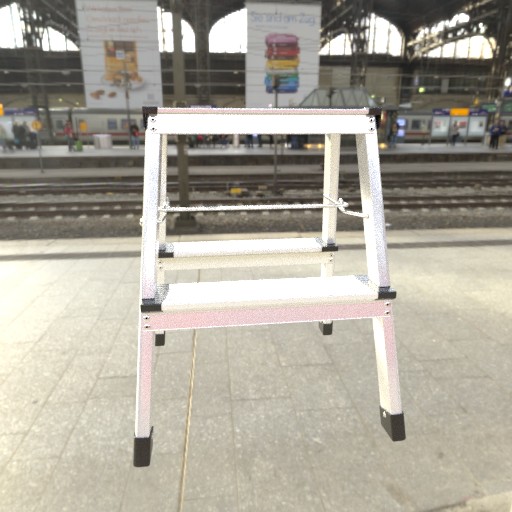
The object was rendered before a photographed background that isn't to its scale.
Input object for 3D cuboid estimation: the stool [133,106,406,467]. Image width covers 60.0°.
[{"bbox_3d":[0.000,0.000,0.766,0.404,0.480,0.405,-2,16,-8],"label":"stool"}]
